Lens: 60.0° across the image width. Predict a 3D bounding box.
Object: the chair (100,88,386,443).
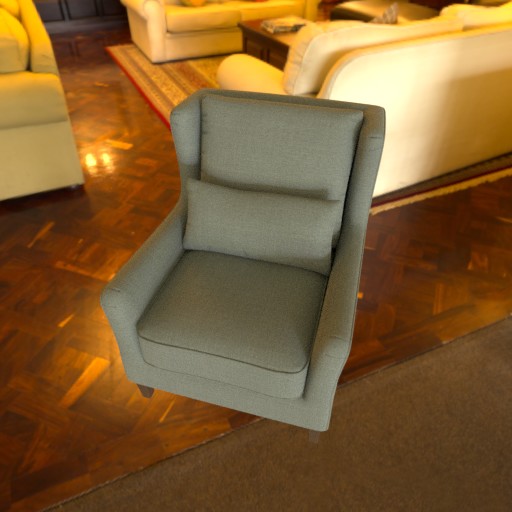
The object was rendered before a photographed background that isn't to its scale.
[{"bbox_3d":[0.000,0.000,1.846,0.866,1.056,1.040,10,41,12],"label":"chair"}]
